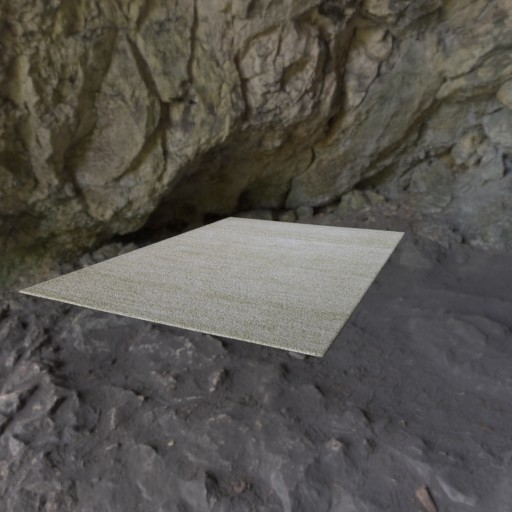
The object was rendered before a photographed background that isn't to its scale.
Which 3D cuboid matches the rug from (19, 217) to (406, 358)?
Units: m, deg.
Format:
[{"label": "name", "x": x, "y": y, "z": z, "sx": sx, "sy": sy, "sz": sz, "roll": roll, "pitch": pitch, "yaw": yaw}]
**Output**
[{"label": "rug", "x": 0.000, "y": 0.000, "z": 2.913, "sx": 1.606, "sy": 0.017, "sz": 2.270, "roll": 7, "pitch": 17, "yaw": 24}]
